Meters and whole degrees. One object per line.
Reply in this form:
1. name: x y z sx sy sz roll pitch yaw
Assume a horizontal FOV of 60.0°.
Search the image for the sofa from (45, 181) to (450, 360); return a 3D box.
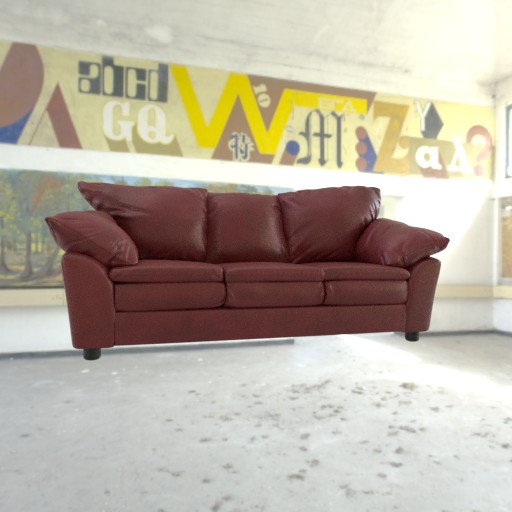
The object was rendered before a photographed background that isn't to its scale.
1. sofa: 0.000 0.000 2.895 2.390 1.091 0.907 0 -1 -16
